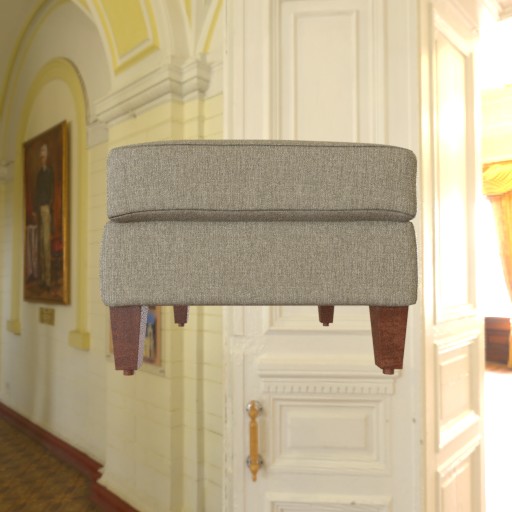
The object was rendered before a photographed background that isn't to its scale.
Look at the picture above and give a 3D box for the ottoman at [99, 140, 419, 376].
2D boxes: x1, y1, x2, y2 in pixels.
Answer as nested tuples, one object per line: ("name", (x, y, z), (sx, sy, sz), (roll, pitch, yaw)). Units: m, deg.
("ottoman", (0.000, 0.000, 1.257), (0.639, 0.494, 0.873), (0, -1, -1))
